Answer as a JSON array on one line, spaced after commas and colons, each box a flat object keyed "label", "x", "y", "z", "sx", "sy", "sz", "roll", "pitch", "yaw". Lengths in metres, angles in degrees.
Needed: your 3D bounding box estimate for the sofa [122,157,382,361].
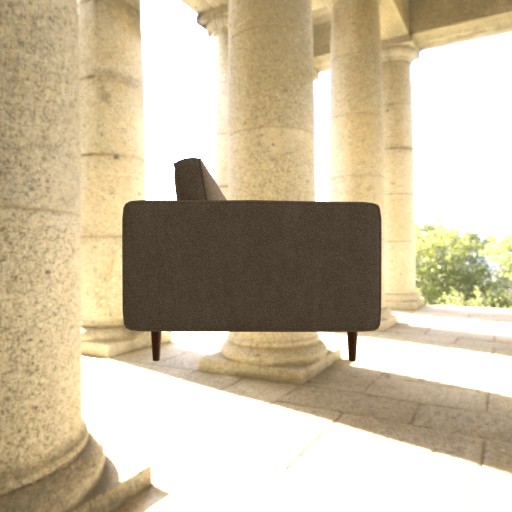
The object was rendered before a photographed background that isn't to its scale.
[{"label": "sofa", "x": 0.000, "y": 0.000, "z": 2.600, "sx": 0.919, "sy": 0.770, "sz": 2.200, "roll": 0, "pitch": 1, "yaw": 0}]
